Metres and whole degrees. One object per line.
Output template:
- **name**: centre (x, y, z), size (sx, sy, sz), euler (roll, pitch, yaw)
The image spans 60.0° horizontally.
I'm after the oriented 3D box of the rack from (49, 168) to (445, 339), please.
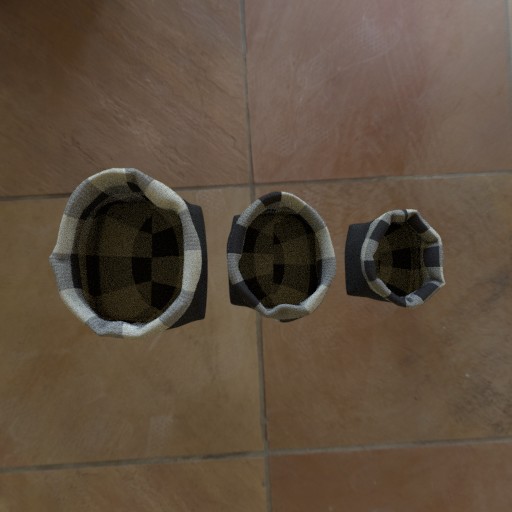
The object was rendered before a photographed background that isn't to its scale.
- **rack**: centre (0.000, 0.000, 1.072), size (0.889, 0.329, 0.370), euler (0, 89, -1)
